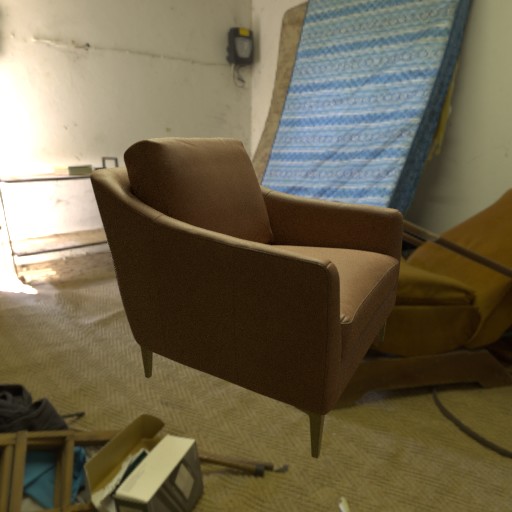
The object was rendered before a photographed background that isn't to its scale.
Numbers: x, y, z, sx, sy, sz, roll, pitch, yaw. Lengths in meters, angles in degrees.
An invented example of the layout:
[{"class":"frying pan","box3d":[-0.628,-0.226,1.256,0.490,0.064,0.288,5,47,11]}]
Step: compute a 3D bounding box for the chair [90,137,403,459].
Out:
[{"class":"chair","box3d":[0.000,0.000,1.724,0.963,0.895,0.988,7,16,27]}]
